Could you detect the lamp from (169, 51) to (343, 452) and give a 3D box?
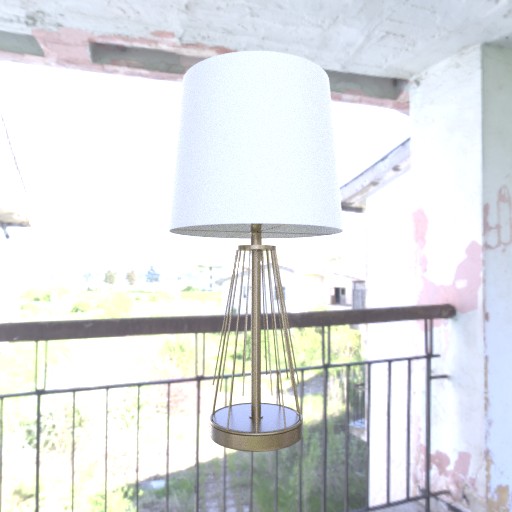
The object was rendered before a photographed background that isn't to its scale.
[{"bbox_3d":[0.000,0.000,0.782,0.303,0.618,0.303,0,-2,0],"label":"lamp"}]
